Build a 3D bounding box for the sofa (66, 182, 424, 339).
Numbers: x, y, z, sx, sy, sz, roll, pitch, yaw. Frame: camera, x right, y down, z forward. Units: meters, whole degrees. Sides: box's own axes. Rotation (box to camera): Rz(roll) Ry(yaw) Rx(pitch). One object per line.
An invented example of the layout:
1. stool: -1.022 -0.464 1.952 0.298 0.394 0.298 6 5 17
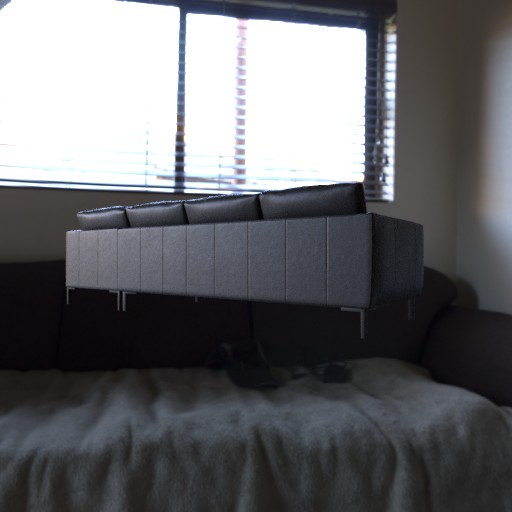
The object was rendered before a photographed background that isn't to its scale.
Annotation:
1. sofa: 0.000 0.000 3.931 2.984 0.877 1.938 0 0 37
